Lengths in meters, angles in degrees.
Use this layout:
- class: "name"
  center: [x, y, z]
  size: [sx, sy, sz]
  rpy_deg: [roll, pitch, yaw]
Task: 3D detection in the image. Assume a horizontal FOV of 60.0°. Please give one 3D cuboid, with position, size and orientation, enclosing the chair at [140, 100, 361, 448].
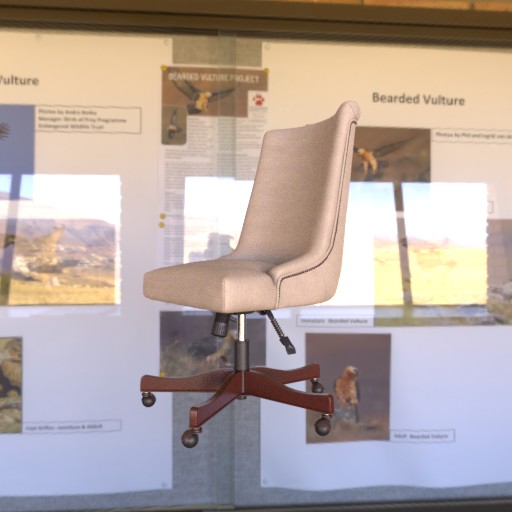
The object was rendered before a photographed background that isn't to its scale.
- class: "chair"
  center: [0.000, 0.000, 1.479]
  size: [0.696, 1.010, 0.645]
  rpy_deg: [0, 0, -36]
